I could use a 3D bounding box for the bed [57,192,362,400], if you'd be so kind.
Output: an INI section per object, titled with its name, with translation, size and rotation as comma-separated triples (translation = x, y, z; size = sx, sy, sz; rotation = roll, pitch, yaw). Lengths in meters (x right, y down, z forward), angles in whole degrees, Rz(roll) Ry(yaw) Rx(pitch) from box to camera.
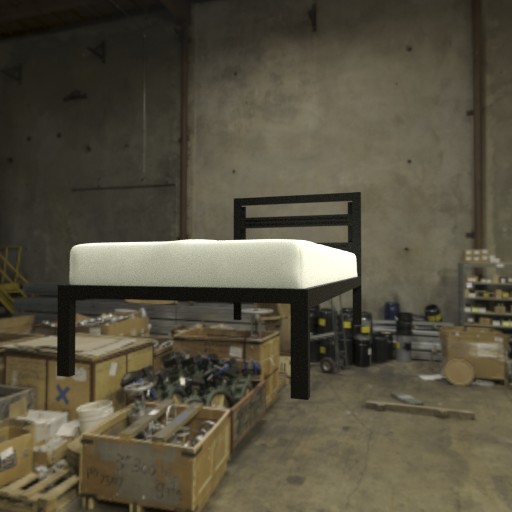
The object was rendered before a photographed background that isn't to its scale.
[bed]
translation = 0.000, 0.000, 2.495
size = 0.991, 0.967, 1.930
rotation = 0, -1, 18
